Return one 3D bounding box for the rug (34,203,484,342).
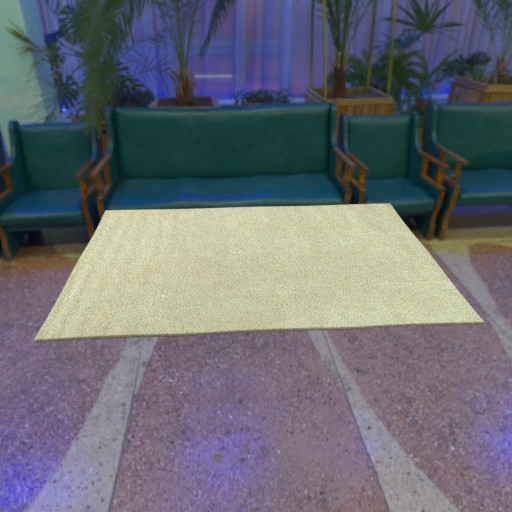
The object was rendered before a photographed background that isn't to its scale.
[{"bbox_3d":[0.000,0.000,3.430,2.699,0.025,1.800,-2,31,-3],"label":"rug"}]
